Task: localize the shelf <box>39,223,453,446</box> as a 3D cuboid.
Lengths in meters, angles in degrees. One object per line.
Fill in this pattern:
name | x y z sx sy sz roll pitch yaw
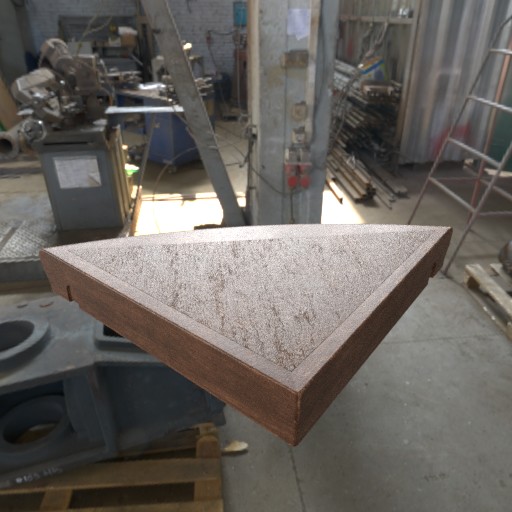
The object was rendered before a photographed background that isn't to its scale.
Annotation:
shelf | 0.000 0.000 0.471 0.310 0.050 0.310 21 35 33
